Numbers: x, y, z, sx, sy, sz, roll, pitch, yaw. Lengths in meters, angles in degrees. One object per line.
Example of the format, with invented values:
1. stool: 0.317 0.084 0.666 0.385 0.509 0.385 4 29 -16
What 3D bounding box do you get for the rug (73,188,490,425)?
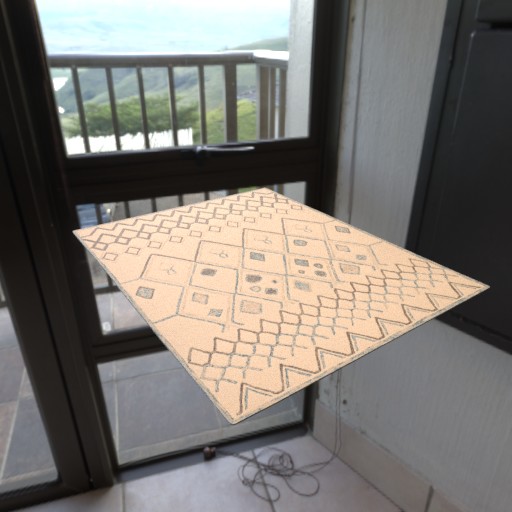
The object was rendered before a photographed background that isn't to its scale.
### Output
1. rug: 0.000 0.000 4.033 2.441 0.013 3.056 -18 32 -31
